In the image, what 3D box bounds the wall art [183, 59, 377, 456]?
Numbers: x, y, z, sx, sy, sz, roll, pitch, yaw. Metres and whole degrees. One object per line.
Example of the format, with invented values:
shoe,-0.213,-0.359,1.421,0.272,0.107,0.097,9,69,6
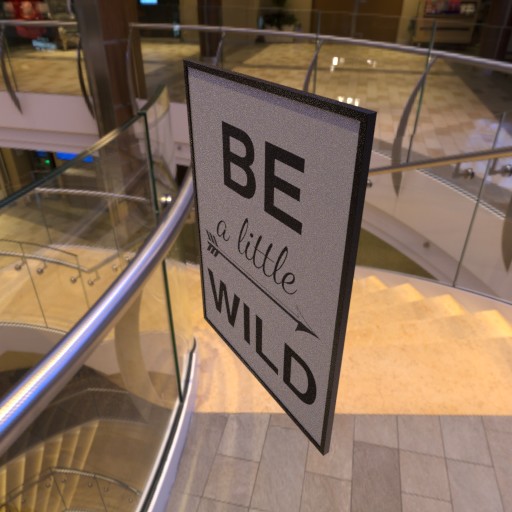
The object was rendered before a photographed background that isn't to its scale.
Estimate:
wall art,0.000,0.000,0.773,0.013,0.582,0.442,-19,37,-28
